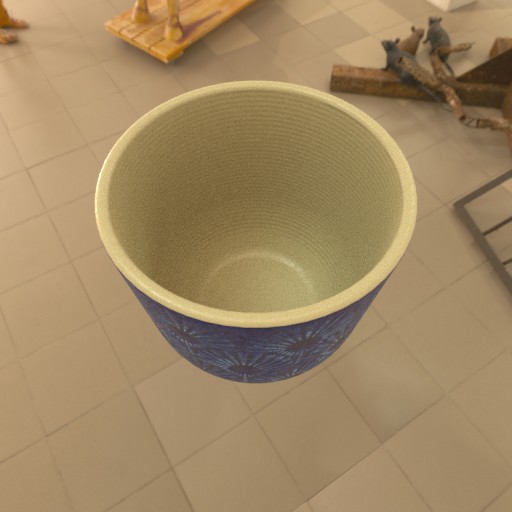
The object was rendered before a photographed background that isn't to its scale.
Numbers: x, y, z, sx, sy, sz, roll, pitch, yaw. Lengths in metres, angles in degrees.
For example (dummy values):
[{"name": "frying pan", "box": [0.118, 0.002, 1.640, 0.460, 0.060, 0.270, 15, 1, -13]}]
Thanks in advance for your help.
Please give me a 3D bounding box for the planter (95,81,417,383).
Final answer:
[{"name": "planter", "box": [0.000, 0.000, 0.299, 0.170, 0.153, 0.170, 0, 57, 0]}]
